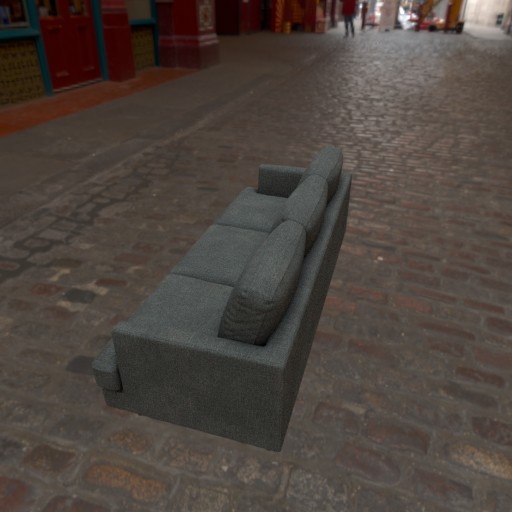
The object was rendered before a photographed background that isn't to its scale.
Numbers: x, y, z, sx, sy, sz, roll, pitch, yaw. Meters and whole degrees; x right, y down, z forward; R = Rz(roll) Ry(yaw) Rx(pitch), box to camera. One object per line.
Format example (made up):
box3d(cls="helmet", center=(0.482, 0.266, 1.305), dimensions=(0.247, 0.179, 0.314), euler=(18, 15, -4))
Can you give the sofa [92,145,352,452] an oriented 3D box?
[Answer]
box3d(cls="sofa", center=(0.000, 0.000, 2.786), dimensions=(0.903, 0.930, 2.246), euler=(9, 32, 15))
